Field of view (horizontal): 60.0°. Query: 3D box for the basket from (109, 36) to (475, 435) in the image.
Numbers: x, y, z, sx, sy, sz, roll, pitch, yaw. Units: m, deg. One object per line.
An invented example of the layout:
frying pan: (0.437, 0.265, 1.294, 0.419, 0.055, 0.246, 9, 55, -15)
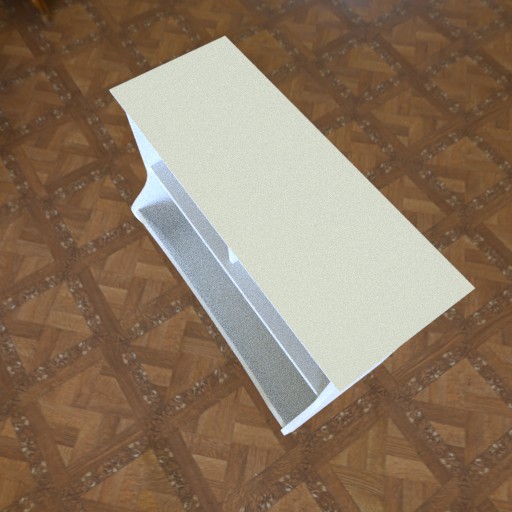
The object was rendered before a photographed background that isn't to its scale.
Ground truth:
basket: (0.000, 0.000, 1.148, 0.376, 0.625, 0.792, -32, 68, -15)
